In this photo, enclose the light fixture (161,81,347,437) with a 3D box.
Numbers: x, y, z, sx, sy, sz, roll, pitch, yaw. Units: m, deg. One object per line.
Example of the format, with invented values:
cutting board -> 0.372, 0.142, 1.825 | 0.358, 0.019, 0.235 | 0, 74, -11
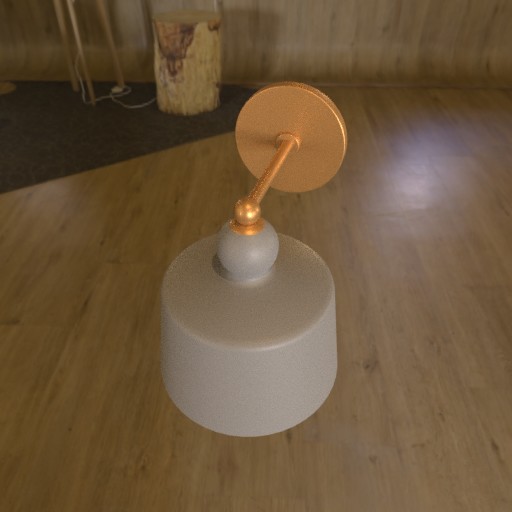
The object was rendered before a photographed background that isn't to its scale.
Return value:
light fixture -> 0.000, 0.000, 0.452 | 0.204, 0.268, 0.254 | 12, 42, 14
